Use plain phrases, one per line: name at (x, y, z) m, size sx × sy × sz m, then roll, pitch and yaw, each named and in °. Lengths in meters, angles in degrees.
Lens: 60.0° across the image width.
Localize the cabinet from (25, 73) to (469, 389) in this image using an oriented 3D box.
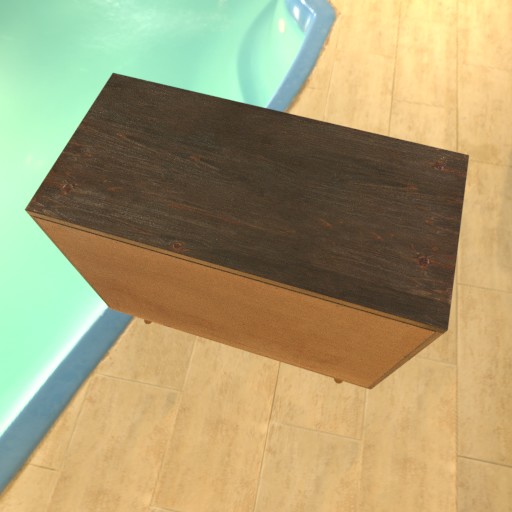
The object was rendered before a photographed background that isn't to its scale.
cabinet at (0.000, 0.000, 1.527) m, size 1.023 × 0.897 × 0.529 m, roll 16°, pitch 64°, yaw 8°
